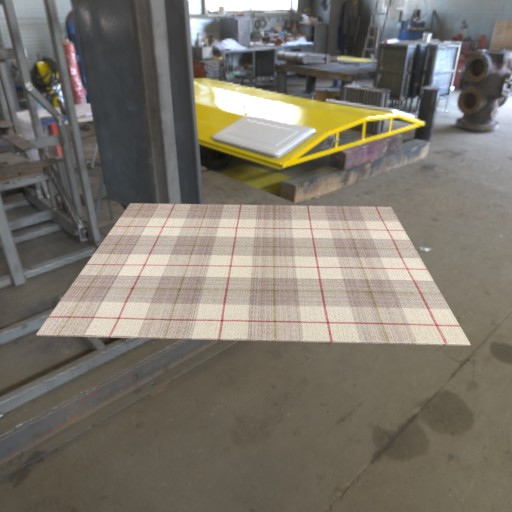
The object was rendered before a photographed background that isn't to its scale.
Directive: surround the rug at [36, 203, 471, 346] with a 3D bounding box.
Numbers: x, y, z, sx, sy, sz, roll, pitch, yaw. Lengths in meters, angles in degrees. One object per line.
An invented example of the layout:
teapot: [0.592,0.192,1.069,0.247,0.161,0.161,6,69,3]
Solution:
rug: [0.000,0.000,4.024,2.959,0.016,2.317,1,30,2]
